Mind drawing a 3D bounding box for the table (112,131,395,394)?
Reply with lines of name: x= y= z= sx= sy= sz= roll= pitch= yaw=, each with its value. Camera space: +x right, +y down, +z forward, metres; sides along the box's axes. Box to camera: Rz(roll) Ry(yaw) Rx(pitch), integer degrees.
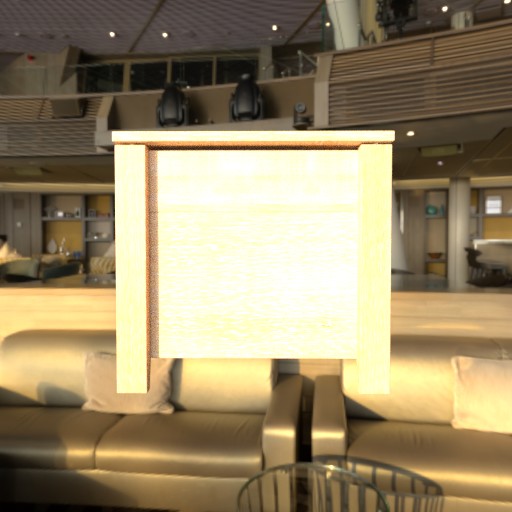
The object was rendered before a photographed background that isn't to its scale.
table: x=0.000 y=0.000 z=1.270 sx=0.483 sy=0.457 sz=1.016 roll=0 pitch=2 yaw=1
